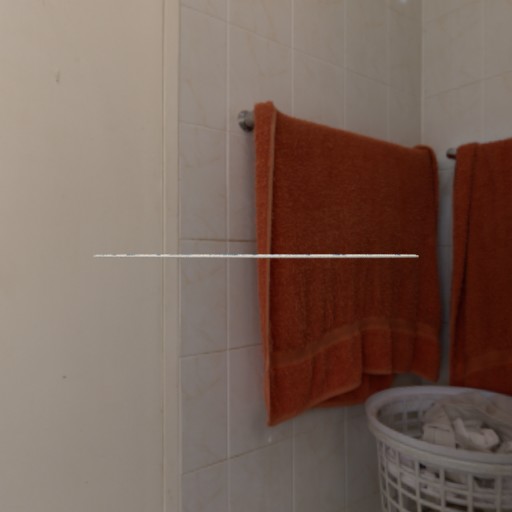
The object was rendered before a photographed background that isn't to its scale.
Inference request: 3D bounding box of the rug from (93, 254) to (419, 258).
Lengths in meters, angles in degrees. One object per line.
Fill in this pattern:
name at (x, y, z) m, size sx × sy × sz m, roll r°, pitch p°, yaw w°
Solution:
rug at (0.000, 0.000, 2.311) m, size 1.593 × 0.012 × 1.593 m, roll 0°, pitch 0°, yaw 0°
